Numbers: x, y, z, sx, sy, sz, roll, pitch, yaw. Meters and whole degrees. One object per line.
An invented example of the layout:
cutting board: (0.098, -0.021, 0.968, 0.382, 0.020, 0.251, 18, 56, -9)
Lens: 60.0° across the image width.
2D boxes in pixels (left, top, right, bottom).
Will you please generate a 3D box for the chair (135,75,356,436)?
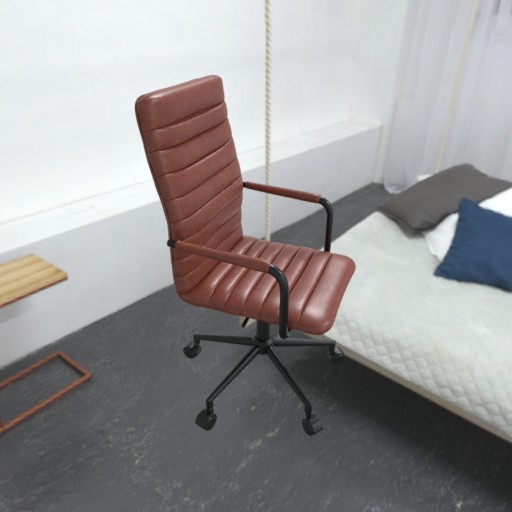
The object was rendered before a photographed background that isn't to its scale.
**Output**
chair: (0.000, 0.000, 1.361, 0.580, 0.979, 0.608, 11, 32, 19)
